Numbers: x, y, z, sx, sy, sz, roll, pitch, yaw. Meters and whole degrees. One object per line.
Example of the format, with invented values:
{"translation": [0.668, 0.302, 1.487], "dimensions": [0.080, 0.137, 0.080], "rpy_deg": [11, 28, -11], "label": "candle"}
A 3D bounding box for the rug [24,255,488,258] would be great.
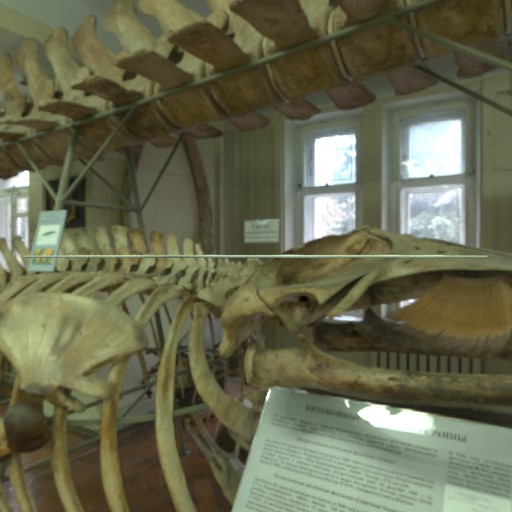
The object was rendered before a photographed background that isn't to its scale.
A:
{"translation": [0.000, 0.000, 3.106], "dimensions": [2.460, 0.016, 1.545], "rpy_deg": [0, 0, 0], "label": "rug"}
